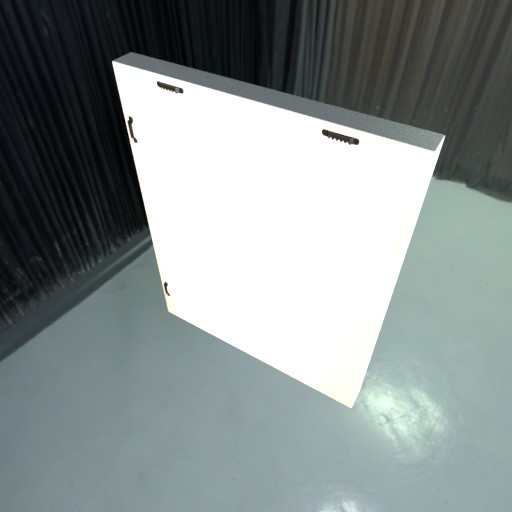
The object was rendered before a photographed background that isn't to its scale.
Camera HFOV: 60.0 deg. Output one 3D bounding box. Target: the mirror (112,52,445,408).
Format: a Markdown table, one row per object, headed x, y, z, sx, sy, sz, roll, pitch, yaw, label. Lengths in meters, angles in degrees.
| x | y | z | sx | sy | sz | roll | pitch | yaw | label |
| --- | --- | --- | --- | --- | --- | --- | --- | --- | --- |
| 0.000 | 0.000 | 0.672 | 0.406 | 0.509 | 0.041 | 23 | 50 | 22 | mirror |
